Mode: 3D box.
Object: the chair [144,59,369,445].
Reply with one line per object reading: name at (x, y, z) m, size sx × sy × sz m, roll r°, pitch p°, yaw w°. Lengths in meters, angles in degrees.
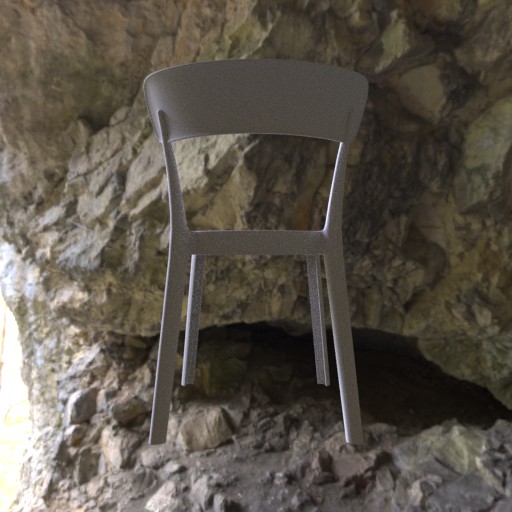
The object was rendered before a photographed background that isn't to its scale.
chair at (0.000, 0.000, 1.119) m, size 0.506 × 0.790 × 0.491 m, roll 0°, pitch 1°, yaw 0°
